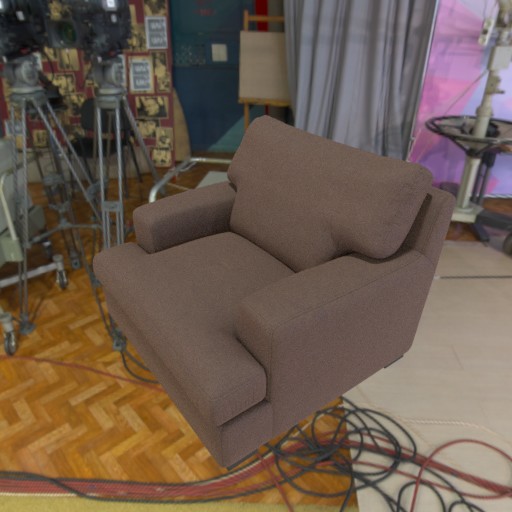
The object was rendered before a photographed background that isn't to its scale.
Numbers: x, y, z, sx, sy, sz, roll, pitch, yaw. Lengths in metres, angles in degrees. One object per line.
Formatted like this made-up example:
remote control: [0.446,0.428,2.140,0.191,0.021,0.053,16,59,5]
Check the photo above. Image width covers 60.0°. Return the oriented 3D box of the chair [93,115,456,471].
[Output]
chair: [0.000,0.000,1.960,1.143,0.940,1.168,-21,37,-30]
